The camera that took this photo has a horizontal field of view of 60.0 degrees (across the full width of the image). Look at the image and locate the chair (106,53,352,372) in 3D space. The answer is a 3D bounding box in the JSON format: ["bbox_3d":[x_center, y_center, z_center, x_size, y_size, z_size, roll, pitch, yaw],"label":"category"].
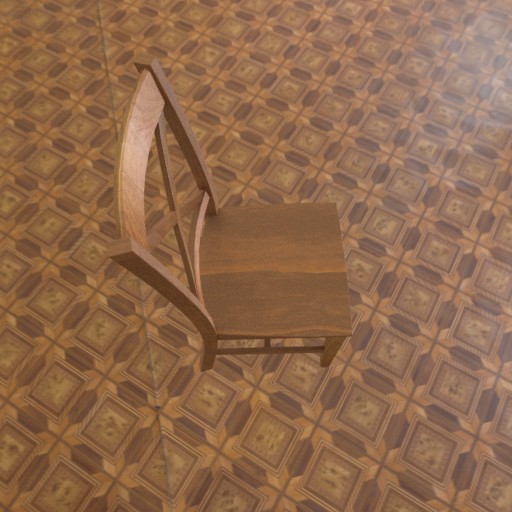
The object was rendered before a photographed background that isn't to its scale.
[{"bbox_3d":[0.000,0.000,1.276,0.542,0.983,0.485,-1,63,-1],"label":"chair"}]
